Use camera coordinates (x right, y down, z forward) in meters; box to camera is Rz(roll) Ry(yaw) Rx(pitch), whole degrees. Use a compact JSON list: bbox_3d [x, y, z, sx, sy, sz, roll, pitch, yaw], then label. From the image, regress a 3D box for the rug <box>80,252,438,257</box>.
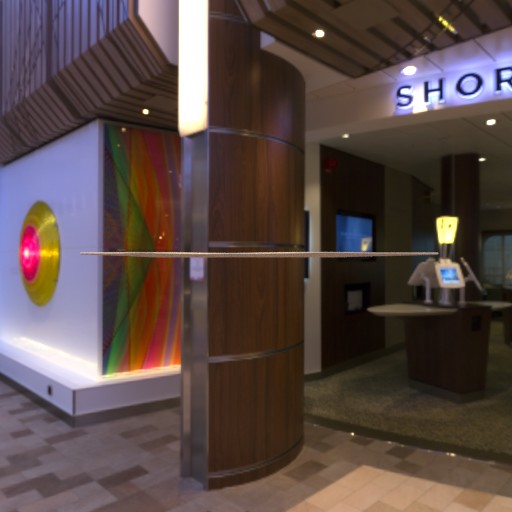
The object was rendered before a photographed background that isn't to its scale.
[{"bbox_3d":[0.000,0.000,3.101,1.527,0.016,2.442,0,0,-1],"label":"rug"}]
